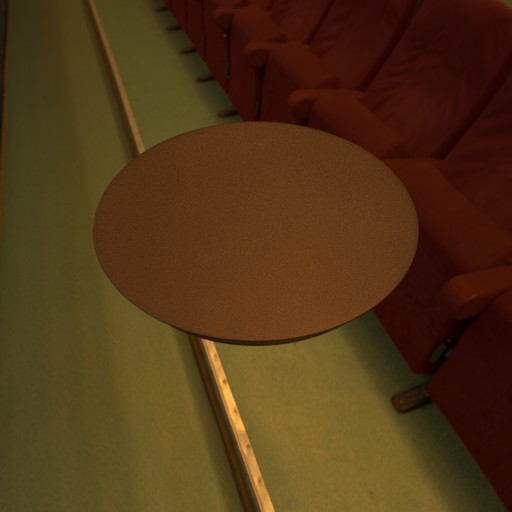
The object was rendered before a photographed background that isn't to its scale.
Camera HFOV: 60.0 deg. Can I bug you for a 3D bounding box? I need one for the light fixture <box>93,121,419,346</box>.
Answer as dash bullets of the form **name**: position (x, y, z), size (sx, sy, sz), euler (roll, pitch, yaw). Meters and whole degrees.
- **light fixture**: position (0.000, 0.000, 0.441), size (0.280, 0.135, 0.280), euler (0, 47, 0)
